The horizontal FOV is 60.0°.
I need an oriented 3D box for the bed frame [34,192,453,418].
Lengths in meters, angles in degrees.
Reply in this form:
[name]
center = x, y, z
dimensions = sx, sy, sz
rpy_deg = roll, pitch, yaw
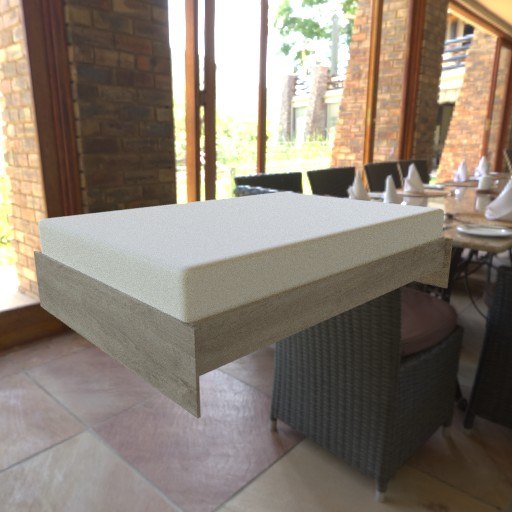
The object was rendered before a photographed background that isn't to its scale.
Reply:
[bed frame]
center = 0.000, 0.000, 2.565
dimensions = 1.945, 0.497, 1.445
rpy_deg = -14, 20, -42
